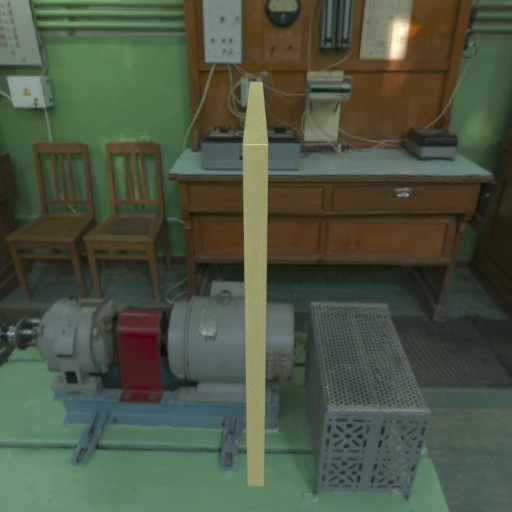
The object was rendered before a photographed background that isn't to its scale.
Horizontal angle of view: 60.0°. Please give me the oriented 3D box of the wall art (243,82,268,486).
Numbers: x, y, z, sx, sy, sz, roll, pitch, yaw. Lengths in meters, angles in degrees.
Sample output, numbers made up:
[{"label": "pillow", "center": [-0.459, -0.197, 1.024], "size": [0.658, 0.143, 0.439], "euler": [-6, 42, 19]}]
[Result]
[{"label": "wall art", "center": [0.000, 0.000, 1.152], "size": [0.037, 0.763, 0.763], "euler": [0, 28, 0]}]
